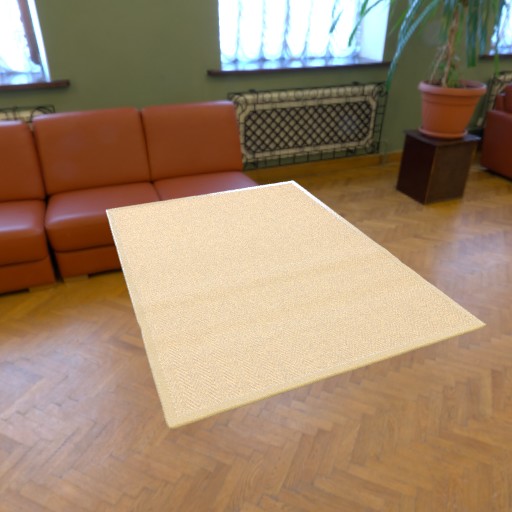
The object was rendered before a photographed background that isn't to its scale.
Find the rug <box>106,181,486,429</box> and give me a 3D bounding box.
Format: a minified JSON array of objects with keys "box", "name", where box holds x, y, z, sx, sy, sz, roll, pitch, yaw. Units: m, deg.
[{"box":[0.000,0.000,4.766,2.734,0.037,3.659,-12,33,-19],"name":"rug"}]
